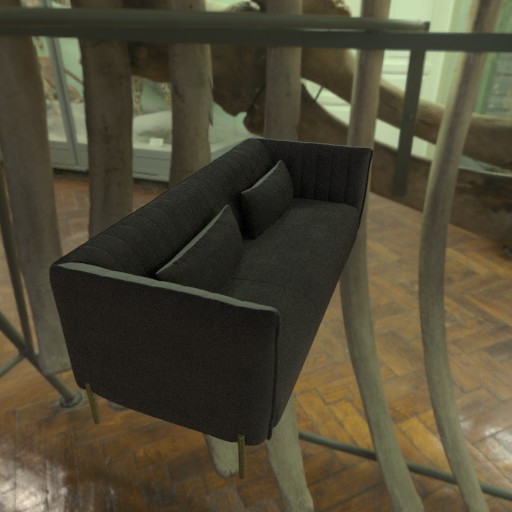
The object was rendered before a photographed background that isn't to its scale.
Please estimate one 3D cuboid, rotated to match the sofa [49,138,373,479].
[{"bbox_3d":[0.000,0.000,2.370,0.876,0.780,1.980,11,31,18],"label":"sofa"}]
